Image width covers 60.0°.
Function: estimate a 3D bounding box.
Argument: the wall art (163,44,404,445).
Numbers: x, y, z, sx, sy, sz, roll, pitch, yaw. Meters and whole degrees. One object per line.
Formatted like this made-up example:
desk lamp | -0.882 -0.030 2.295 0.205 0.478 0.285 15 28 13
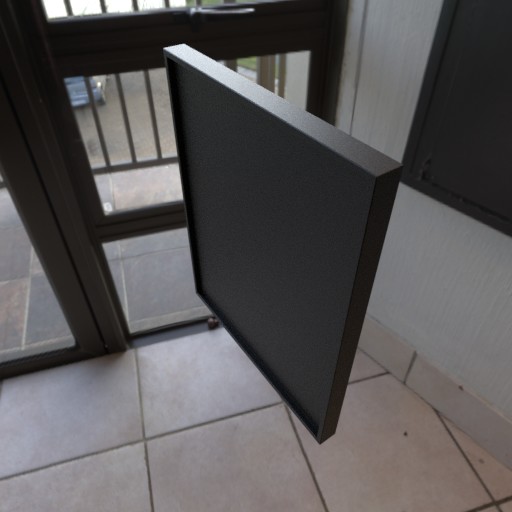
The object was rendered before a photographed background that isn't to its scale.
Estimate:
wall art | 0.000 0.000 0.745 0.039 0.555 0.449 -25 48 -25
